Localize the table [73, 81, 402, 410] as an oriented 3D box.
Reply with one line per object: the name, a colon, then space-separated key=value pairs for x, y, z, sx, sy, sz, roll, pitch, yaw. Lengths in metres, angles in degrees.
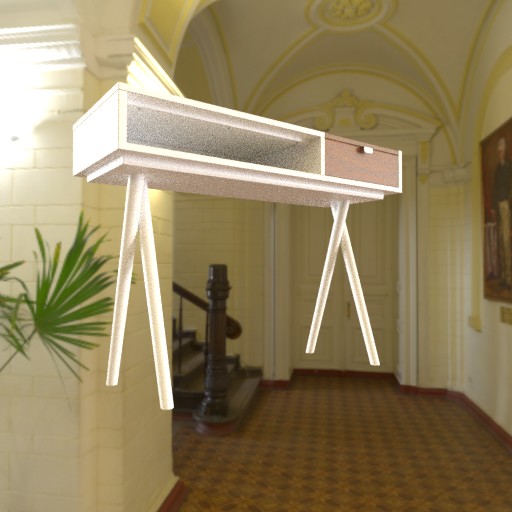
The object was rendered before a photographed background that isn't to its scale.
table: x=0.000 y=0.000 z=1.479 sx=1.066 sy=0.785 sz=0.418 roll=1 pitch=-1 yaw=-36
